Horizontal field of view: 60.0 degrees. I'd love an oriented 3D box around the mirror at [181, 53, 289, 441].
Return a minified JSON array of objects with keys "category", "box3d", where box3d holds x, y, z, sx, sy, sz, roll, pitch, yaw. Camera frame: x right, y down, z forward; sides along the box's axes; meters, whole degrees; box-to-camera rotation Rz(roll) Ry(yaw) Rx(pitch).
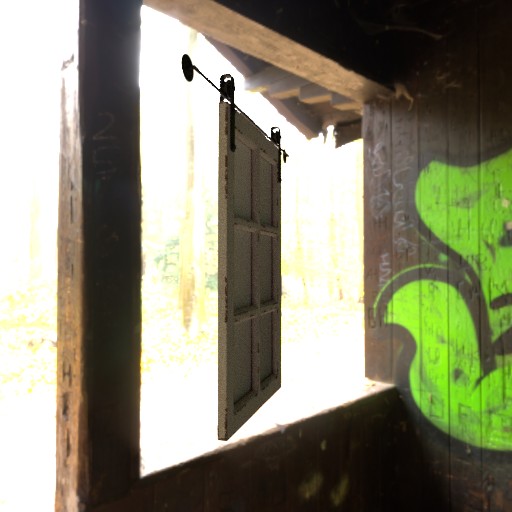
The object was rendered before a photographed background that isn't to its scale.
[{"category":"mirror","box3d":[0.000,0.000,1.229,0.037,0.844,0.808,0,-1,19]}]
